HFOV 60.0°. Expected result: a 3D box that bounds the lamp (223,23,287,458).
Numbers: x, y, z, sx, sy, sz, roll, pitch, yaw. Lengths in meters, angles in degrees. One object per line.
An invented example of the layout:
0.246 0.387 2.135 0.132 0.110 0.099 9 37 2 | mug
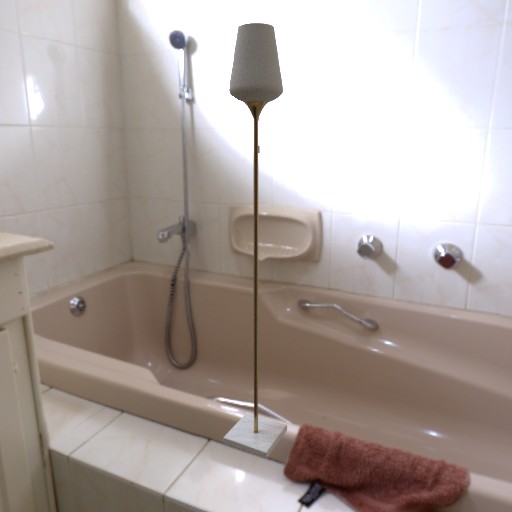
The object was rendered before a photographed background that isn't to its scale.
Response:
0.000 0.000 1.928 0.229 1.813 0.232 7 16 27 | lamp
